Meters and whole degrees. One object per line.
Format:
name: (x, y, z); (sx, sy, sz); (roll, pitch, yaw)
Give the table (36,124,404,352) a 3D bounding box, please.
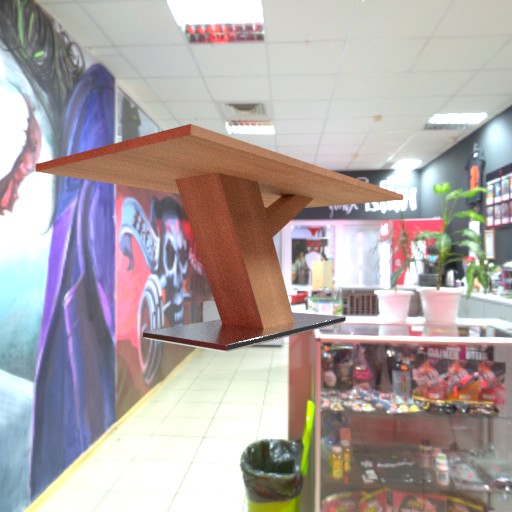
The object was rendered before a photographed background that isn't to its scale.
table: (0.000, 0.000, 2.257); (0.900, 0.750, 1.800); (0, 0, 37)
